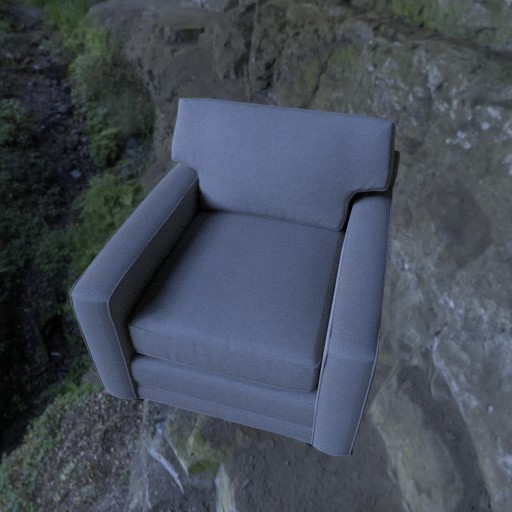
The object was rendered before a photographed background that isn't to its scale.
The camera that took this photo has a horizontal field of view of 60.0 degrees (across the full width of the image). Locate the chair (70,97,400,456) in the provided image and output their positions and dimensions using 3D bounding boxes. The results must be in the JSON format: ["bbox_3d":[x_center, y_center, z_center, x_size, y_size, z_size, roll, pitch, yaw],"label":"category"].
[{"bbox_3d":[0.000,0.000,1.784,0.999,0.934,1.044,10,42,12],"label":"chair"}]
